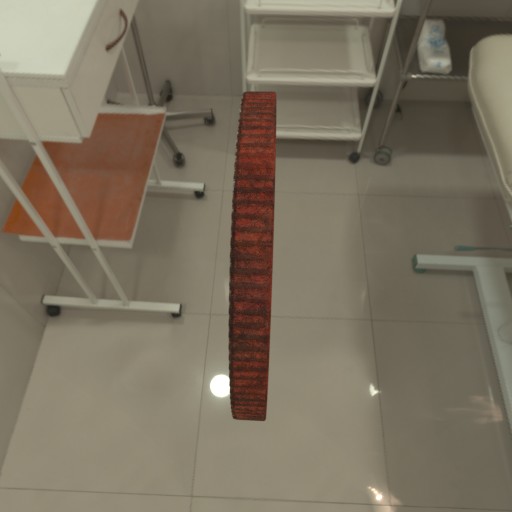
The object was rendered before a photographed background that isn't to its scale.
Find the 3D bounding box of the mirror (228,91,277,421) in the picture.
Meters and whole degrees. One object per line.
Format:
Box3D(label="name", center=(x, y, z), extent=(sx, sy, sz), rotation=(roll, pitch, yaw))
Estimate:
Box3D(label="mirror", center=(0.000, 0.000, 0.875), extent=(0.056, 0.609, 0.609), rotation=(2, 58, 1))
